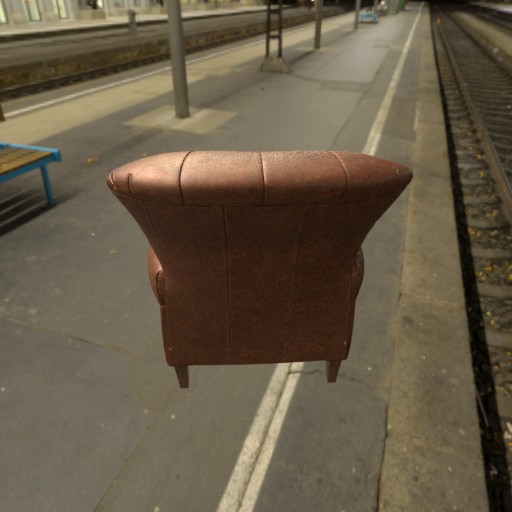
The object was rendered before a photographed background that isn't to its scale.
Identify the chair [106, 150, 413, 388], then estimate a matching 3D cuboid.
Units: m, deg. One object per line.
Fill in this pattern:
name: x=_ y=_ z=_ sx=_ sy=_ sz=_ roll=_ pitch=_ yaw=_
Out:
chair: x=0.000 y=0.000 z=1.971 sx=0.979 sy=1.162 sz=1.031 roll=-1 pitch=31 yaw=-2
